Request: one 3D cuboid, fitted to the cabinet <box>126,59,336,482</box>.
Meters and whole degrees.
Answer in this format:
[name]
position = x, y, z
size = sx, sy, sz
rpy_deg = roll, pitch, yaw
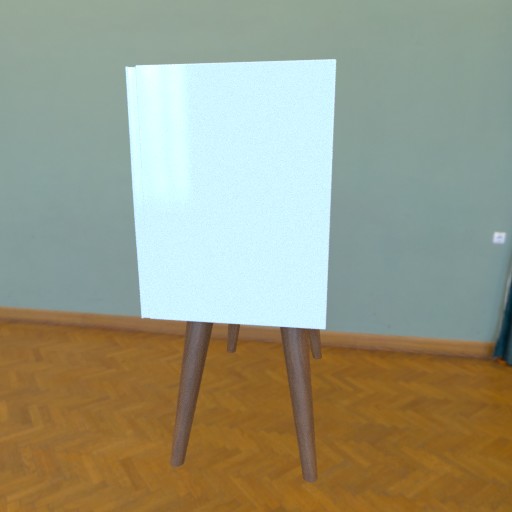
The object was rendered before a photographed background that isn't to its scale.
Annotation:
[cabinet]
position = 0.000, 0.000, 1.077
size = 0.344, 0.772, 0.591
rpy_deg = 2, 14, 9
